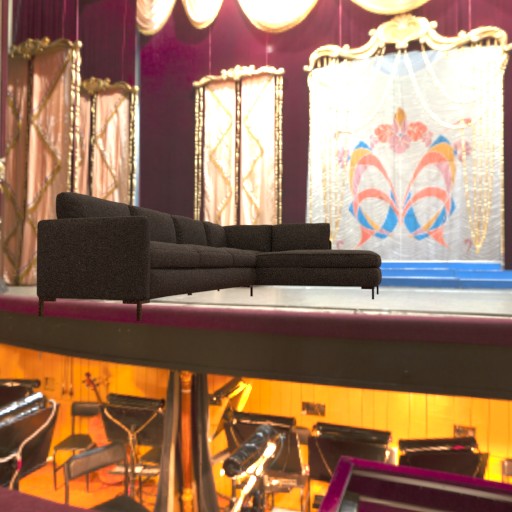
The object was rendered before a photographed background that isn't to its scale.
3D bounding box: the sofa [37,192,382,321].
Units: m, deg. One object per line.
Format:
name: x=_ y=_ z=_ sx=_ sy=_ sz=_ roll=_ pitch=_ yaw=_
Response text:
sofa: x=0.000 y=0.000 z=3.885 sx=2.007 sy=0.815 sz=2.949 roll=0 pitch=-1 yaw=19
